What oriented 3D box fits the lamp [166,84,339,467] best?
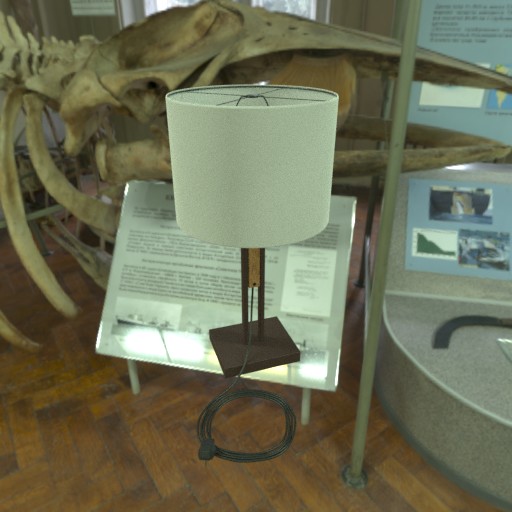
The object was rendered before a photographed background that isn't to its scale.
[{"bbox_3d":[0.000,0.000,0.995,0.396,0.668,0.525,-9,28,-17],"label":"lamp"}]
